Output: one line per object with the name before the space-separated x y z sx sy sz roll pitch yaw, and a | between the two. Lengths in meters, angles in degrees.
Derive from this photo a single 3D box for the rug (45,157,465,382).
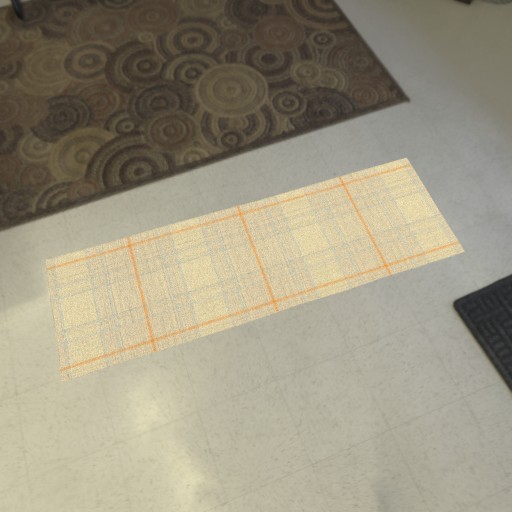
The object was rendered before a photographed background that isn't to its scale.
rug | 0.000 0.000 2.700 2.442 0.016 0.770 -17 64 -8
